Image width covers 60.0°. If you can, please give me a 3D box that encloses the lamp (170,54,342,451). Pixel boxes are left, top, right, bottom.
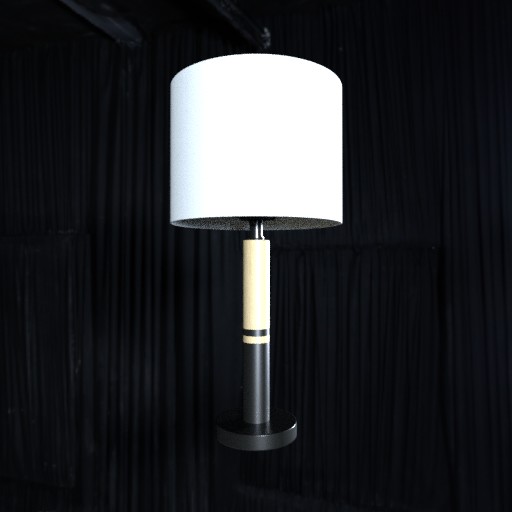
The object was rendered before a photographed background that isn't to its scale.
[{"bbox_3d":[0.000,0.000,0.800,0.305,0.640,0.305,0,-1,18],"label":"lamp"}]
